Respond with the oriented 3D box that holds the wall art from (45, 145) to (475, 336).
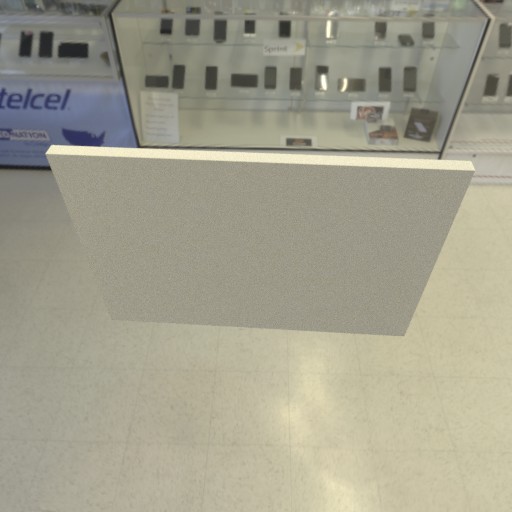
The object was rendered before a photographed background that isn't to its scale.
[{"bbox_3d":[0.000,0.000,1.151,0.898,0.601,0.038,3,46,3],"label":"wall art"}]
